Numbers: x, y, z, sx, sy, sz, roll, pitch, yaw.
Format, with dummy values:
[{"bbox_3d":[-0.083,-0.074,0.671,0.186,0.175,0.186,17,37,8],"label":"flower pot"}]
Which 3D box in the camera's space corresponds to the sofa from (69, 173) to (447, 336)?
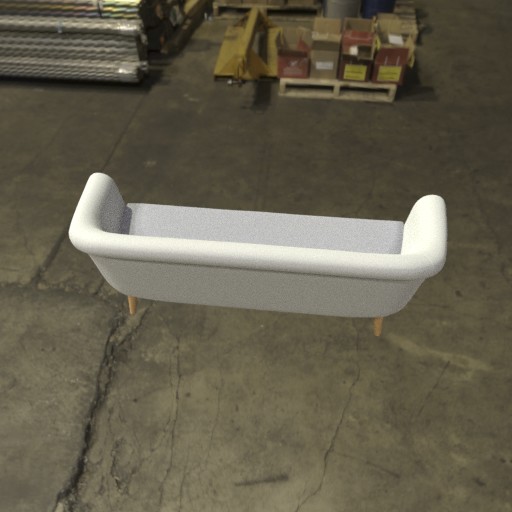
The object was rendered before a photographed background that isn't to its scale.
[{"bbox_3d":[0.000,0.000,2.588,2.160,0.795,0.827,4,47,4],"label":"sofa"}]
